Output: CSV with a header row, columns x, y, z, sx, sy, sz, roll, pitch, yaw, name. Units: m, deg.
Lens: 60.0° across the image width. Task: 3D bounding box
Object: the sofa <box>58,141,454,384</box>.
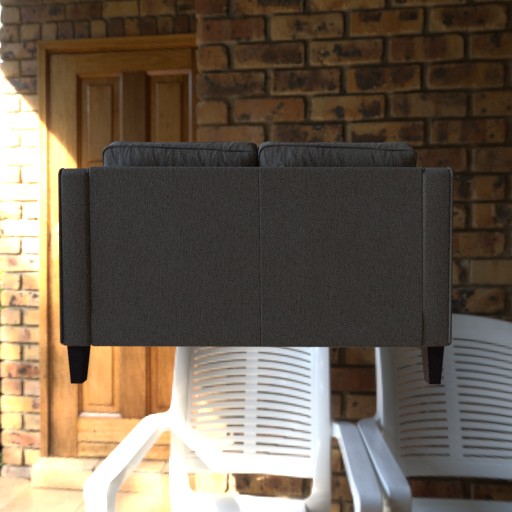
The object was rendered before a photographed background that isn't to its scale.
x,y,z,sx,sy,sz,roll,pitch,yaw,name
0.000,0.000,2.165,1.503,0.981,0.985,0,1,0,sofa
